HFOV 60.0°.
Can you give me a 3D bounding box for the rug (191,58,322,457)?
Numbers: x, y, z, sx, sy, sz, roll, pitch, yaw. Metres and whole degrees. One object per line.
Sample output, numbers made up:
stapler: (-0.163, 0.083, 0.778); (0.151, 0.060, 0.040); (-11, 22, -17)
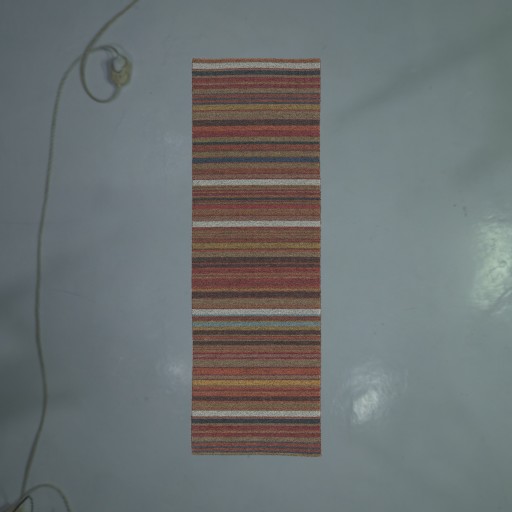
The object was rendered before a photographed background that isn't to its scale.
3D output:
rug: (0.000, 0.000, 2.720); (0.799, 0.030, 2.444); (0, 89, 1)
